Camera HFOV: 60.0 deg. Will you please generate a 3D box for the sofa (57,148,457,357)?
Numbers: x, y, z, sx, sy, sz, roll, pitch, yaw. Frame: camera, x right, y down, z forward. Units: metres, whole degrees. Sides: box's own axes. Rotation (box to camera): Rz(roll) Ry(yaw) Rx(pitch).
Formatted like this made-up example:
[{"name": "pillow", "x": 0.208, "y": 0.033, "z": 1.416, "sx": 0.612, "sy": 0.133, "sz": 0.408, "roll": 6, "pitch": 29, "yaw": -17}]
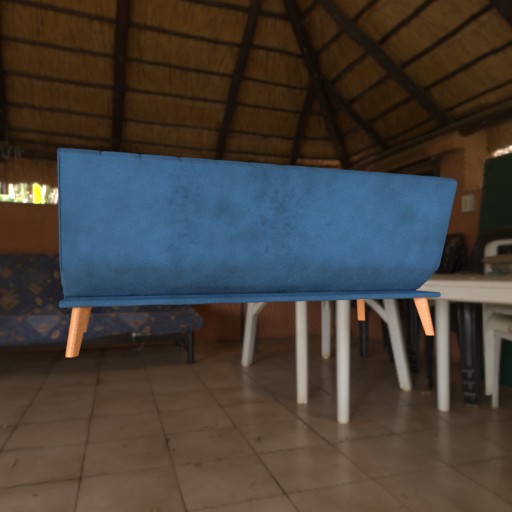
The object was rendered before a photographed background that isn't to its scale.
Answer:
[{"name": "sofa", "x": 0.000, "y": 0.000, "z": 2.285, "sx": 1.804, "sy": 0.813, "sz": 0.855, "roll": 0, "pitch": -1, "yaw": -18}]
